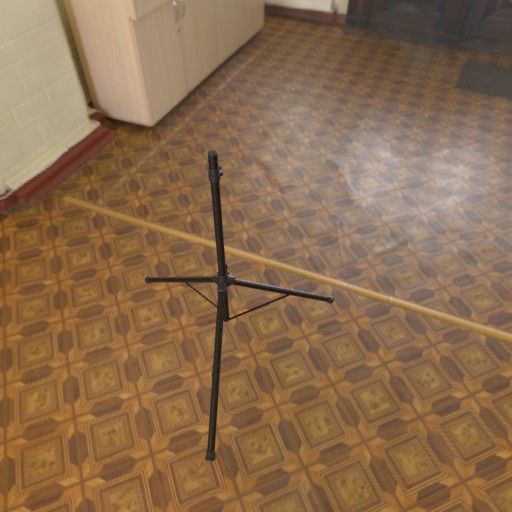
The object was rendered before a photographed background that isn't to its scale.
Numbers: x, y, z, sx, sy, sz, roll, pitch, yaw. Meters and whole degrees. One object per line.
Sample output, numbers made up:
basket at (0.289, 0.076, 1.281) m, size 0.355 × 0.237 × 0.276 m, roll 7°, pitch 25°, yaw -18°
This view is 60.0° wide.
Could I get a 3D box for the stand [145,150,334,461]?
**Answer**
stand at (0.000, 0.000, 2.770) m, size 1.339 × 1.595 × 1.596 m, roll -16°, pitch 48°, yaw -15°
